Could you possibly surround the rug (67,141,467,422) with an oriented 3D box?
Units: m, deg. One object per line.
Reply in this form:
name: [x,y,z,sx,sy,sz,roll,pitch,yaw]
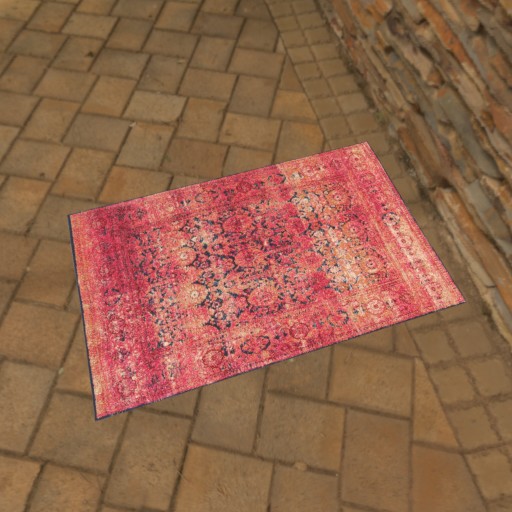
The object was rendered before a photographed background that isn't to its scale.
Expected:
rug: [0.000,0.000,3.104,2.449,0.018,1.539,-16,60,-9]
